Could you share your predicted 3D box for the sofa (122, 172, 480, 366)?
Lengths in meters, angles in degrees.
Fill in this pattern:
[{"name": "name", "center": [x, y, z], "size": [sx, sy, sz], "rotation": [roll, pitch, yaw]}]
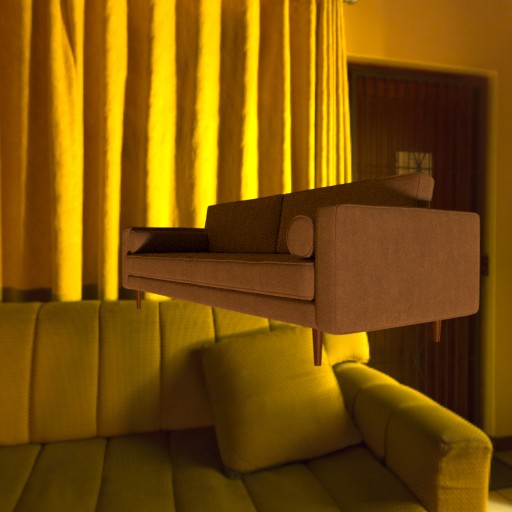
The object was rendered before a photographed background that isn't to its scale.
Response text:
[{"name": "sofa", "center": [0.000, 0.000, 2.594], "size": [0.919, 0.770, 2.200], "rotation": [-1, 1, -35]}]
